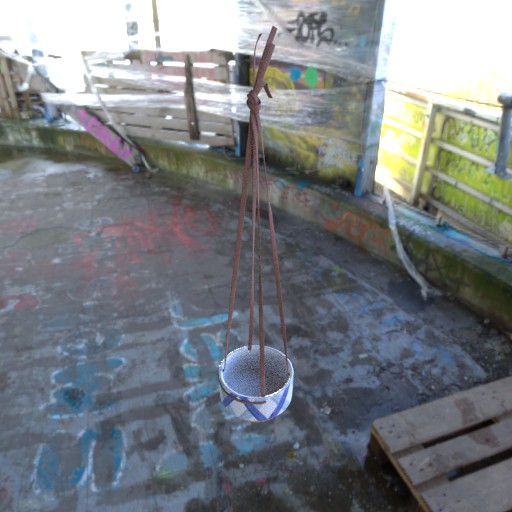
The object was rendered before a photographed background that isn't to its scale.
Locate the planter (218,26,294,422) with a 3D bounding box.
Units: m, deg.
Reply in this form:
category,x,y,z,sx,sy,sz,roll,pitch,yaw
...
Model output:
category,x,y,z,sx,sy,sz,roll,pitch,yaw
planter,0.000,0.000,0.819,0.166,0.751,0.166,-9,32,-15
